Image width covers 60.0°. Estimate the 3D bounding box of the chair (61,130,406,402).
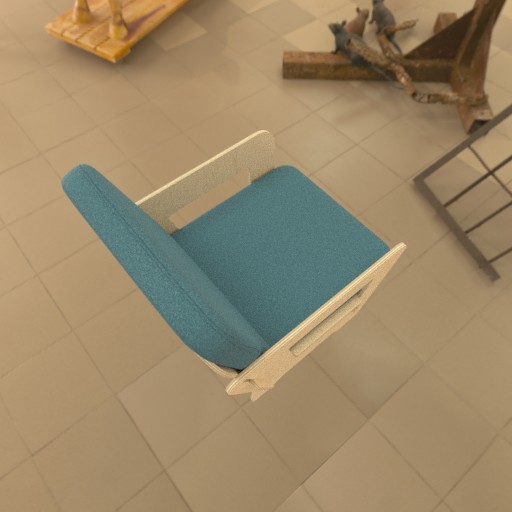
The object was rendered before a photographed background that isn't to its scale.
[{"bbox_3d":[0.000,0.000,1.182,0.657,0.747,0.547,-35,65,-20],"label":"chair"}]
